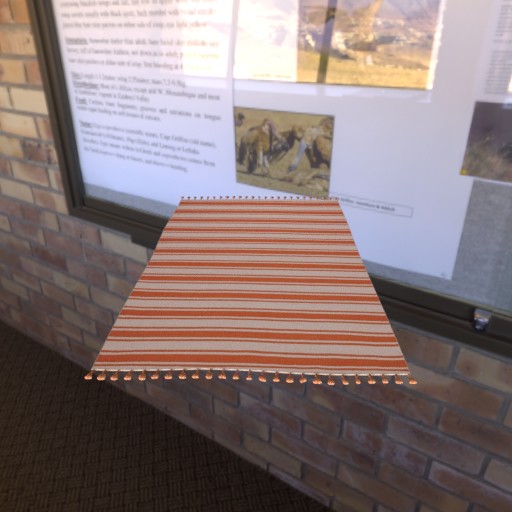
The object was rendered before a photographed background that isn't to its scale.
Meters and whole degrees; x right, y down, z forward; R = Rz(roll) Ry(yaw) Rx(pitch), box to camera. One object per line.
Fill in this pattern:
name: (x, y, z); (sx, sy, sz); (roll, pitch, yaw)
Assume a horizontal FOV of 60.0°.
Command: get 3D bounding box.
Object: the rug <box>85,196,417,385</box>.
rug: (0.000, 0.000, 2.566); (1.232, 0.017, 2.092); (1, 27, 1)
